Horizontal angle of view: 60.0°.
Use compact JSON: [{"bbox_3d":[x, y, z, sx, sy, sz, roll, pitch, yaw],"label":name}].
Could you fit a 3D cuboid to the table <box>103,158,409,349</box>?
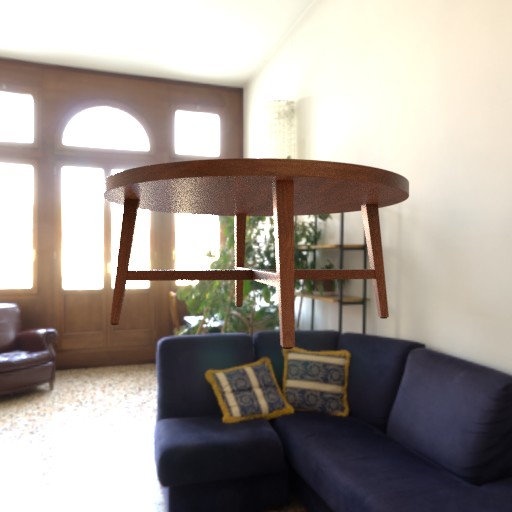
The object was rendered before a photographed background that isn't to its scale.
[{"bbox_3d":[0.000,0.000,1.224,0.800,0.360,0.800,0,0,0],"label":"table"}]
